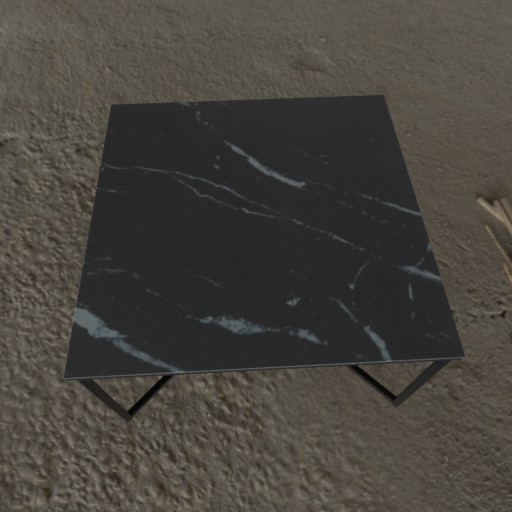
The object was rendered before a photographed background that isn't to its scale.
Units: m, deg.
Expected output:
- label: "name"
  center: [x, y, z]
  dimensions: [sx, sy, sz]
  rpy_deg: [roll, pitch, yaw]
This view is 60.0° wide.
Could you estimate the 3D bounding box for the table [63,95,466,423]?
- label: "table"
  center: [0.000, 0.000, 1.279]
  dimensions: [0.800, 0.450, 0.800]
  rpy_deg: [-3, 58, -2]
